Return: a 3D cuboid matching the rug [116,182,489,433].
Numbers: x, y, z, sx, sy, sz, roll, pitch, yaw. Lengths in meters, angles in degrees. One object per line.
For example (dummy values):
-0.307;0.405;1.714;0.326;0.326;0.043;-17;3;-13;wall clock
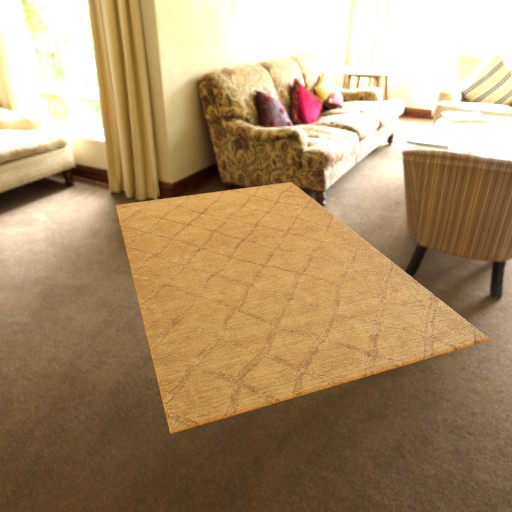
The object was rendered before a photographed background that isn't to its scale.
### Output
0.000;0.000;2.819;1.528;0.014;2.292;-10;31;-18;rug
